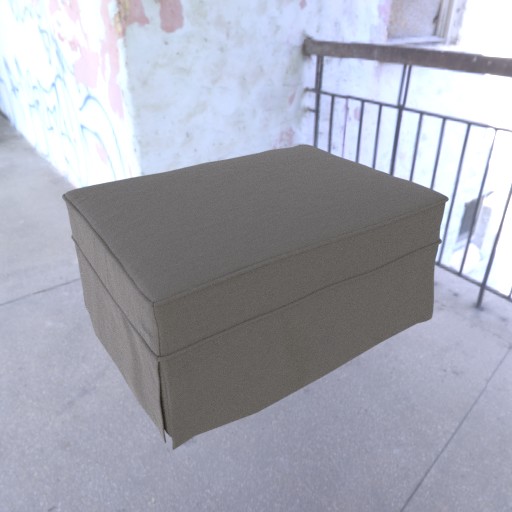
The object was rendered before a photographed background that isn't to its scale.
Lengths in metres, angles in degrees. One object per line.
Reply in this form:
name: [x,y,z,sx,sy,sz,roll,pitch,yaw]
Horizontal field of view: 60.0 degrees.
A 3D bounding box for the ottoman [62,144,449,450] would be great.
ottoman: [0.000,0.000,1.341,0.944,0.479,0.703,-19,35,-29]
